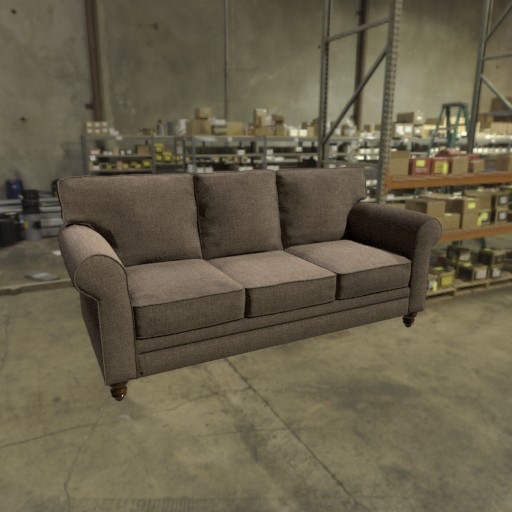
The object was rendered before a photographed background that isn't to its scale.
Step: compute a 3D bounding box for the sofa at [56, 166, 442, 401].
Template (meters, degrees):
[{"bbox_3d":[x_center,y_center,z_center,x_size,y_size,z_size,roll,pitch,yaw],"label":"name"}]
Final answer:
[{"bbox_3d":[0.000,0.000,2.598,2.084,0.961,0.916,-7,17,-26],"label":"sofa"}]
